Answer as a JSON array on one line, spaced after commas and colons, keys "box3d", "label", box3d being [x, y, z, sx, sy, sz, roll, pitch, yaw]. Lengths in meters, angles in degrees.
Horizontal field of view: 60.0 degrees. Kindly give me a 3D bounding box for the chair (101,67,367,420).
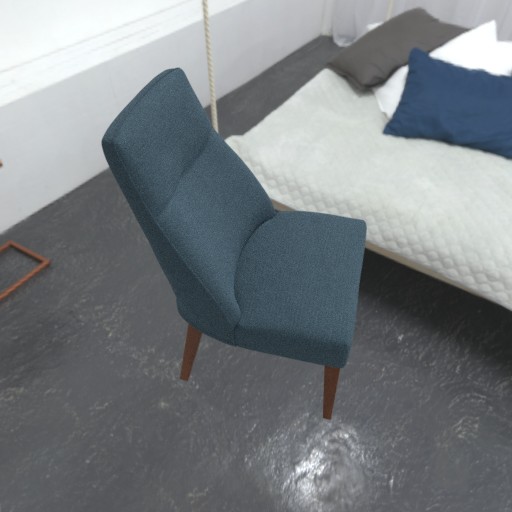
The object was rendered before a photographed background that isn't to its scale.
[{"box3d": [0.000, 0.000, 1.307, 0.620, 0.930, 0.500, 11, 47, 10], "label": "chair"}]
